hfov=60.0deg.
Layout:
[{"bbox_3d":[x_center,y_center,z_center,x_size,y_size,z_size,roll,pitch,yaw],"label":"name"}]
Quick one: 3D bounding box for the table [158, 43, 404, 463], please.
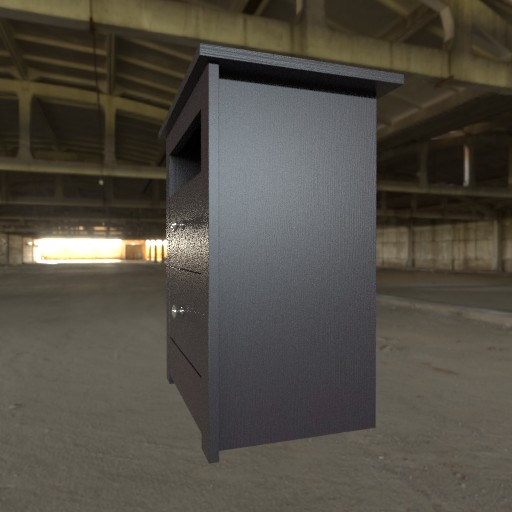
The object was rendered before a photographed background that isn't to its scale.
[{"bbox_3d":[0.000,0.000,1.079,0.408,0.711,0.589,0,1,-19],"label":"table"}]
